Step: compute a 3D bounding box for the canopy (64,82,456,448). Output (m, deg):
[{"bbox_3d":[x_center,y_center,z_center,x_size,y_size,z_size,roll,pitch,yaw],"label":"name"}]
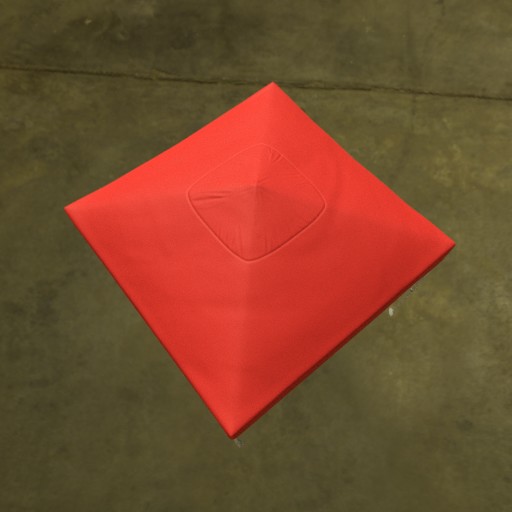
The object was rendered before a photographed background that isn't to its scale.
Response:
[{"bbox_3d":[0.000,0.000,5.381,2.998,2.997,2.996,-36,70,-16],"label":"canopy"}]
